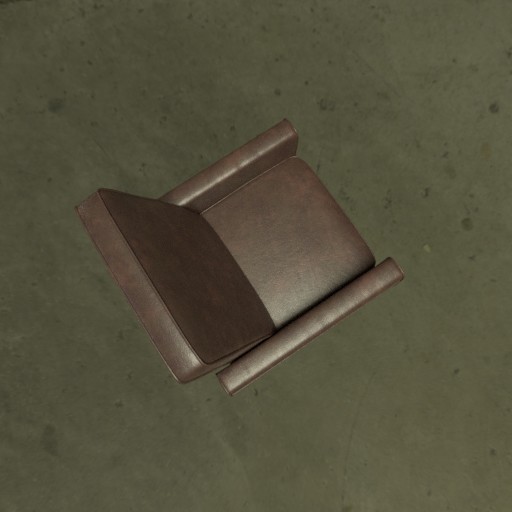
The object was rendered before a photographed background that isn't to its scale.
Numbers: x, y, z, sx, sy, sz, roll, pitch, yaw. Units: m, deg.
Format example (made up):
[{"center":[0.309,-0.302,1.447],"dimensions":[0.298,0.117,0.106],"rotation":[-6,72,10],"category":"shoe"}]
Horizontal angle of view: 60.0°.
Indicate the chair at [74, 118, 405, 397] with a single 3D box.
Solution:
[{"center":[0.000,0.000,1.543],"dimensions":[0.746,1.013,0.705],"rotation":[-33,78,-8],"category":"chair"}]
